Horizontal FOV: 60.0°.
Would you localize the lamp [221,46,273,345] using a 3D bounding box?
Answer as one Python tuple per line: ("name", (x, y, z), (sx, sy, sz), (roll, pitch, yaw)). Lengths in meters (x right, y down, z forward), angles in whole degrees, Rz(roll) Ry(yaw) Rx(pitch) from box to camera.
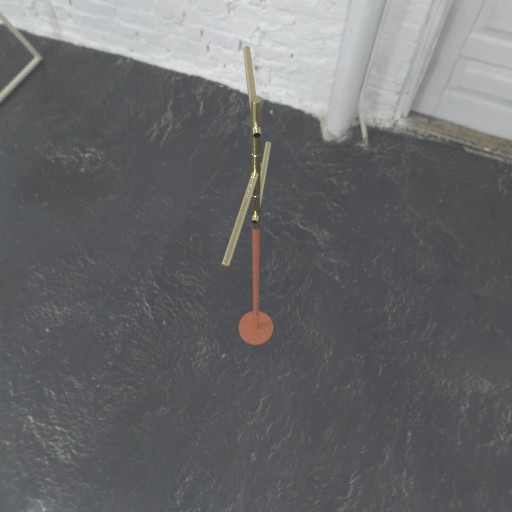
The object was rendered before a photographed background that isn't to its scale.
("lamp", (0.000, 0.000, 1.960), (0.209, 1.704, 0.737), (0, 59, 0))
